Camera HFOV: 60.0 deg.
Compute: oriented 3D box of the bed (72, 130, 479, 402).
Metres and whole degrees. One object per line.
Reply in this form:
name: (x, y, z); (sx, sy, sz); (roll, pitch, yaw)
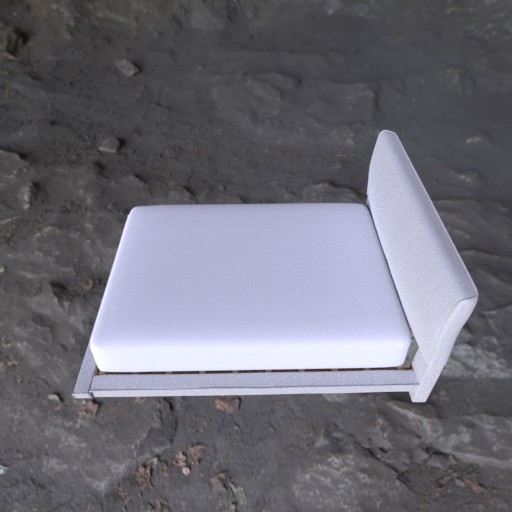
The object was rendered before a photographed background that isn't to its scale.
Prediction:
bed: (0.000, 0.000, 3.271); (2.368, 1.067, 1.840); (-1, 43, -1)
